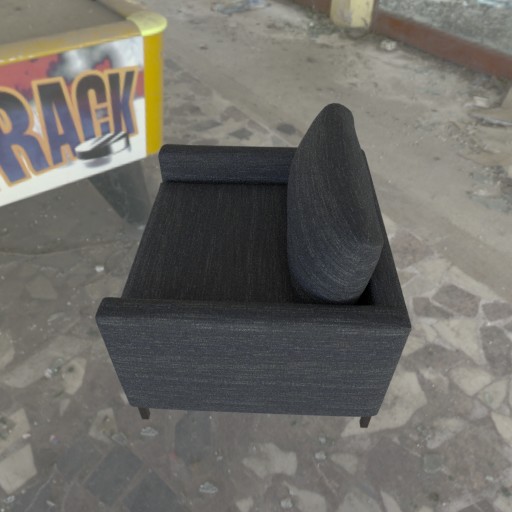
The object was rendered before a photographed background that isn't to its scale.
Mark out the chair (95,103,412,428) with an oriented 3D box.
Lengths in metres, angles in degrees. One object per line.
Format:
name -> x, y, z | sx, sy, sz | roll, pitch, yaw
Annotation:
chair -> 0.000, 0.000, 1.635 | 0.866, 0.861, 0.963 | 2, 43, 2
